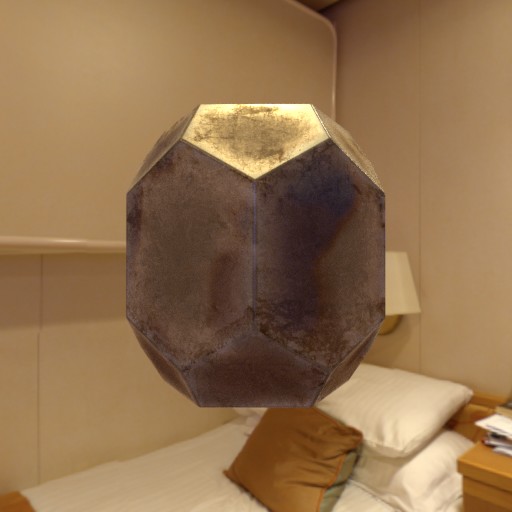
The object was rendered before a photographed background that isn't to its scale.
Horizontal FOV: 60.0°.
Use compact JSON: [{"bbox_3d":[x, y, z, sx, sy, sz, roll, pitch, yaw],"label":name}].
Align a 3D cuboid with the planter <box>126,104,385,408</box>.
[{"bbox_3d":[0.000,0.000,0.421,0.221,0.238,0.243,0,0,0],"label":"planter"}]
